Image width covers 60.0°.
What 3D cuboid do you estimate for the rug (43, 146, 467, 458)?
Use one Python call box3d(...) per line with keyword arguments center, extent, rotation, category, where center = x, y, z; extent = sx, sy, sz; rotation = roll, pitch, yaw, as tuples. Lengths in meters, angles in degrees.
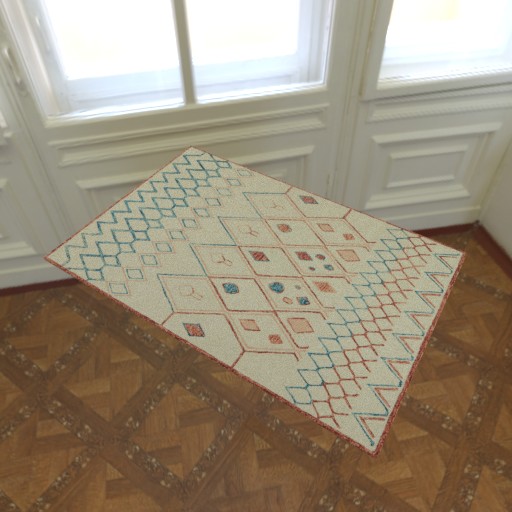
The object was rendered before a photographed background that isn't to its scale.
box3d(center=(0.000, 0.000, 2.297), extent=(1.829, 0.016, 1.219), rotation=(25, 52, 22), category="rug")
